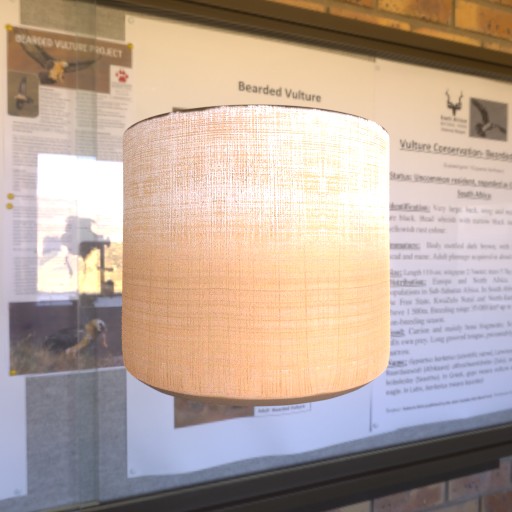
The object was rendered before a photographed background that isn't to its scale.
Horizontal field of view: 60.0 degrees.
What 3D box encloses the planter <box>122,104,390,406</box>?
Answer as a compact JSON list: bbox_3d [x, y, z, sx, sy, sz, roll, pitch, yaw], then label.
[{"bbox_3d":[0.000,0.000,0.436,0.254,0.221,0.254,0,2,0],"label":"planter"}]
